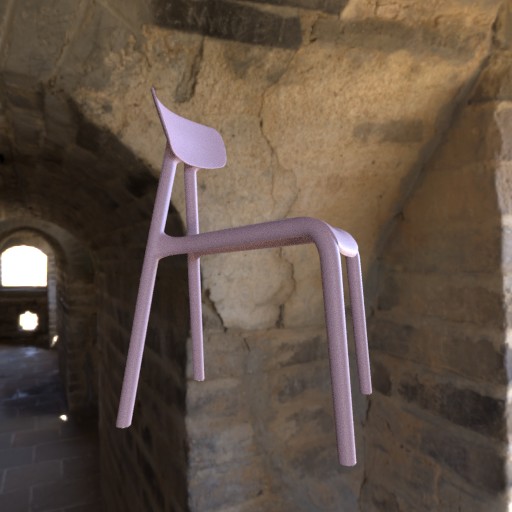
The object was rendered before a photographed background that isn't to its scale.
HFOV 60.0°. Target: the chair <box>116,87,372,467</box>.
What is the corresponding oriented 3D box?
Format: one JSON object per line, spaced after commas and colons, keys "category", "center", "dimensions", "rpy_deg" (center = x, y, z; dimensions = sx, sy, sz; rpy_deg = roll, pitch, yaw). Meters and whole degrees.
{"category": "chair", "center": [0.000, 0.000, 0.834], "dimensions": [0.401, 0.580, 0.356], "rpy_deg": [0, 0, 18]}
